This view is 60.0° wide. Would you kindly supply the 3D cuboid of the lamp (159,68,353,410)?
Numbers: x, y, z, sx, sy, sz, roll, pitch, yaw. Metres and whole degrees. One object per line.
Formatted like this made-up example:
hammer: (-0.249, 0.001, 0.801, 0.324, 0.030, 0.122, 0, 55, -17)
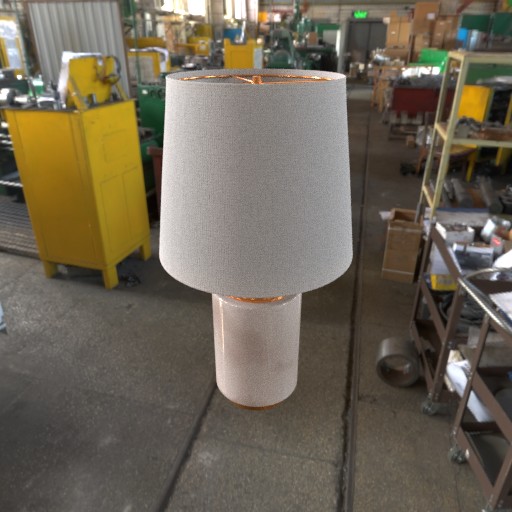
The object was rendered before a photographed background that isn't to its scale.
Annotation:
lamp: (0.000, 0.000, 0.448, 0.189, 0.340, 0.189, 0, 27, 0)
